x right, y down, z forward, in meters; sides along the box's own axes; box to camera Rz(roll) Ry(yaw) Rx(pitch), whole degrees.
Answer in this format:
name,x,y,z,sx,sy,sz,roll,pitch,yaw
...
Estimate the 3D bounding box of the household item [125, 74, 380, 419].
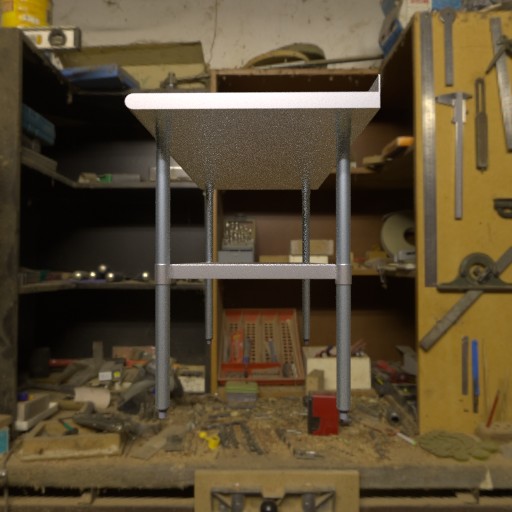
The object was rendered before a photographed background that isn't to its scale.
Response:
name,x,y,z,sx,sy,sz,roll,pitch,yaw
household item,0.000,0.000,1.663,0.610,0.851,1.219,0,0,1
